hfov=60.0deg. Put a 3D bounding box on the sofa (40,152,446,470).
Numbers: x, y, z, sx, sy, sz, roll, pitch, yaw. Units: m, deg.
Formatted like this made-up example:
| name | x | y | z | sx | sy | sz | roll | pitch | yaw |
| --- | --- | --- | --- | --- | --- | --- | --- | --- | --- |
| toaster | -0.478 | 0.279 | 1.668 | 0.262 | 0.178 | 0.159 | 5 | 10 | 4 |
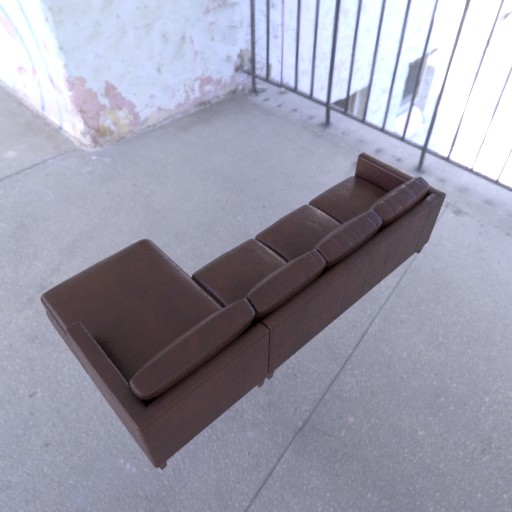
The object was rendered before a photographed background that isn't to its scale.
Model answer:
| name | x | y | z | sx | sy | sz | roll | pitch | yaw |
| --- | --- | --- | --- | --- | --- | --- | --- | --- | --- |
| sofa | 0.000 | 0.000 | 3.837 | 3.203 | 0.883 | 1.581 | -33 | 54 | -28 |
